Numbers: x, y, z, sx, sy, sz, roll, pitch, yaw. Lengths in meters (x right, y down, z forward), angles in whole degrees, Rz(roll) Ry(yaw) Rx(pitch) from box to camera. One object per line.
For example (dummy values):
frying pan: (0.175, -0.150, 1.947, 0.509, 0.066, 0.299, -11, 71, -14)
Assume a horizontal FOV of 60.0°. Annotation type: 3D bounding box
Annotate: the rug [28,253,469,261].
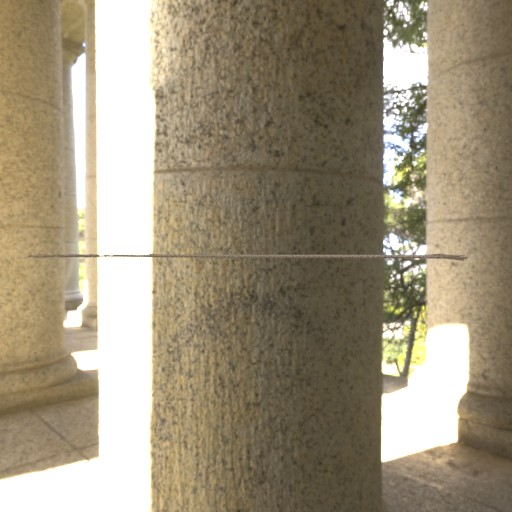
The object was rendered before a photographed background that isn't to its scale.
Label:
rug: (0.000, 0.000, 3.093, 2.523, 0.034, 1.528, 0, 1, 18)
